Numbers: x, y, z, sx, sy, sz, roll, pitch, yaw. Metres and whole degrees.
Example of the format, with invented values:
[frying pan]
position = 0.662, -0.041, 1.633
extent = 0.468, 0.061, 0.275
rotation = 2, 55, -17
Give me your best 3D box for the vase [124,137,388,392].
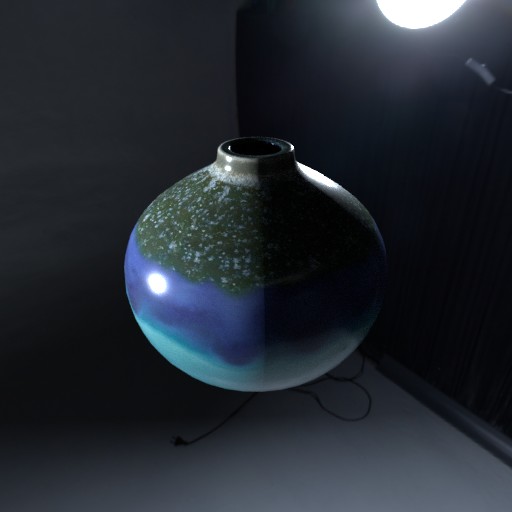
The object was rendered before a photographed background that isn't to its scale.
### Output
[vase]
position = 0.000, 0.000, 0.266
extent = 0.154, 0.133, 0.154
rotation = 0, 31, 0
